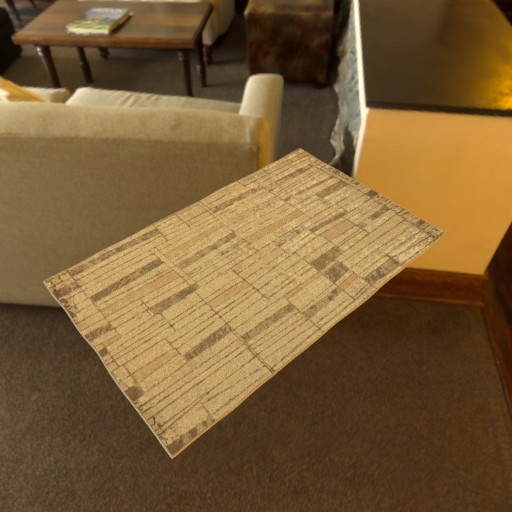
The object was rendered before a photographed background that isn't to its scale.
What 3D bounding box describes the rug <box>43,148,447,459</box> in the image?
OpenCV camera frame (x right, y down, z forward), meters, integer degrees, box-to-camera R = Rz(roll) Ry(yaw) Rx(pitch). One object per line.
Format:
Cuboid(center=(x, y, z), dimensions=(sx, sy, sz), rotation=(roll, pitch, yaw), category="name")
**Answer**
Cuboid(center=(0.000, 0.000, 3.116), dimensions=(2.444, 0.023, 1.531), rotation=(-32, 54, -28), category="rug")
